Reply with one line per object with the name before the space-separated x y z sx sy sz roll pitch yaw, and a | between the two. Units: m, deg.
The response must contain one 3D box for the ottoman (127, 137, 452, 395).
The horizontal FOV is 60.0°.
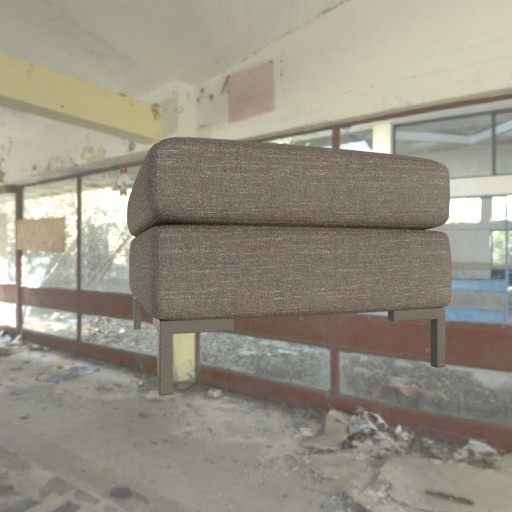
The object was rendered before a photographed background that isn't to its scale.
ottoman | 0.000 0.000 1.239 0.671 0.490 0.820 0 0 -19
